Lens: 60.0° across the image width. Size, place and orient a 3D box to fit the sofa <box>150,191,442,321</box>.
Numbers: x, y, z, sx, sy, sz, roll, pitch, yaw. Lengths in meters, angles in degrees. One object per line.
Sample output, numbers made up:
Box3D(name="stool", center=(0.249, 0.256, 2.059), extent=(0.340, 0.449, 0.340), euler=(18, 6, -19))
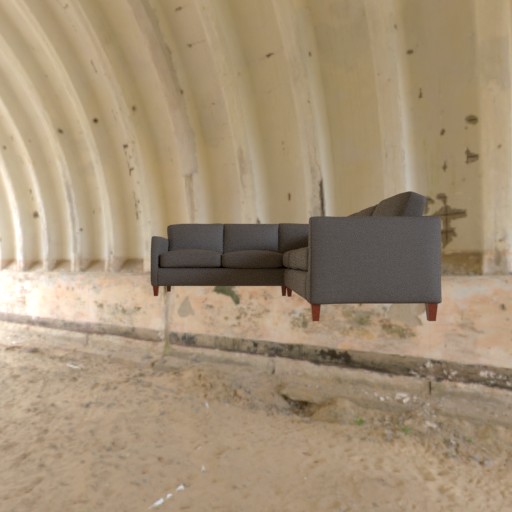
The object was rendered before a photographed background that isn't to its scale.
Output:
Box3D(name="sofa", center=(0.000, 0.000, 4.635), extent=(2.593, 0.947, 3.302), euler=(0, -1, 0))
